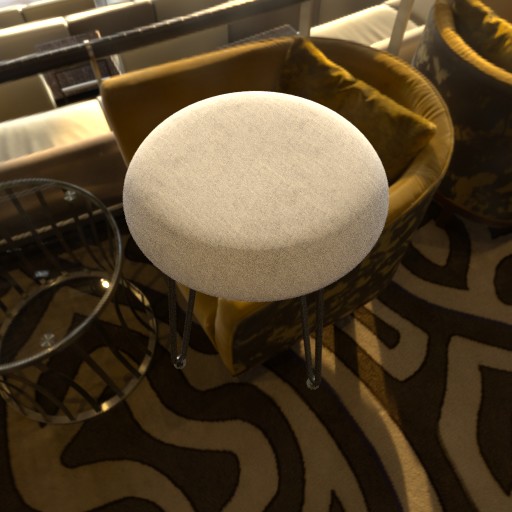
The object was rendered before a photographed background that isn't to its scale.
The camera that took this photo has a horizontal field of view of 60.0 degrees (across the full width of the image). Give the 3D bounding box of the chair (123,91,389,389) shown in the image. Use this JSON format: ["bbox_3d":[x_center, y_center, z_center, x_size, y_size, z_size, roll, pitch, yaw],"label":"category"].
[{"bbox_3d":[0.000,0.000,0.656,0.350,0.386,0.350,-32,63,-19],"label":"chair"}]
